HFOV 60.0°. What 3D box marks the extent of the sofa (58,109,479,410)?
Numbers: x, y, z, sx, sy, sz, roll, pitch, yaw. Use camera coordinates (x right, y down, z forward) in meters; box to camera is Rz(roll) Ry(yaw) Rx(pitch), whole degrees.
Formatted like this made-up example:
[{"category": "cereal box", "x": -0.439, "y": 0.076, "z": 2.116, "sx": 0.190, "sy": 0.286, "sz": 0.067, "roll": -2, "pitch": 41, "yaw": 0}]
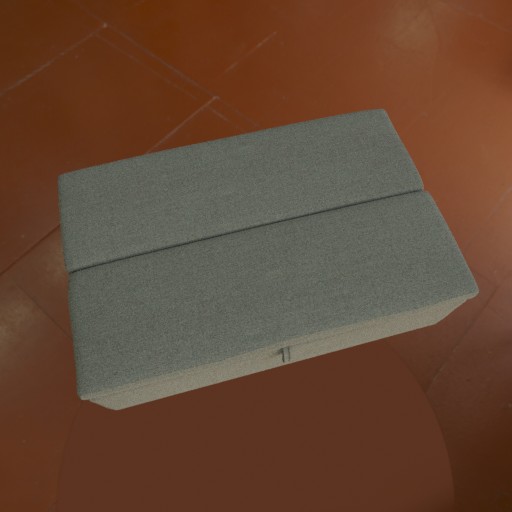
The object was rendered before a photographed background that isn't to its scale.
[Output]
[{"category": "sofa", "x": 0.000, "y": 0.000, "z": 1.623, "sx": 1.250, "sy": 0.434, "sz": 0.817, "roll": -14, "pitch": 65, "yaw": -6}]
